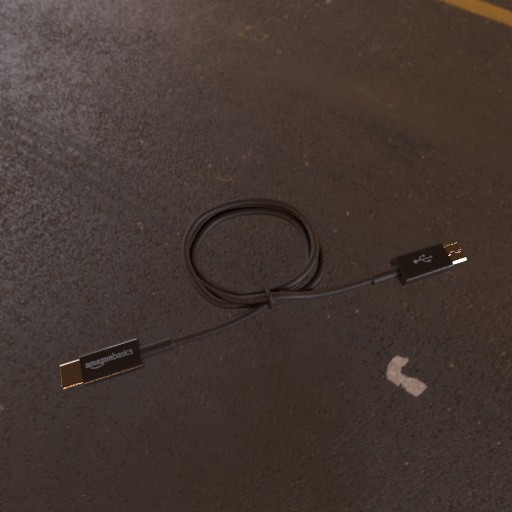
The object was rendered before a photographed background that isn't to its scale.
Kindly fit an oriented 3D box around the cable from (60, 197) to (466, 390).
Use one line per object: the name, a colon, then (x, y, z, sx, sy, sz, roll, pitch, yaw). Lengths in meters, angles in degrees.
cable: (0.000, 0.000, 0.211, 0.192, 0.014, 0.070, -17, 64, -9)
